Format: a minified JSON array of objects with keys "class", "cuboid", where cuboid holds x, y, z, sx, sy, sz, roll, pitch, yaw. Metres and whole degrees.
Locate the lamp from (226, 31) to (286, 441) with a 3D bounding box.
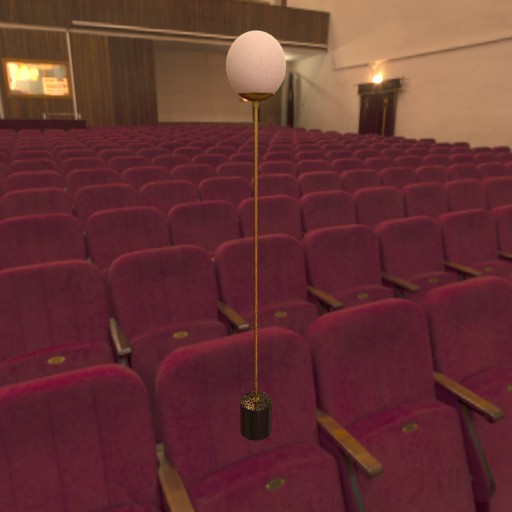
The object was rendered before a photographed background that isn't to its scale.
[{"class":"lamp","cuboid":[0.000,0.000,1.898,0.229,1.748,0.229,-8,18,-25]}]
